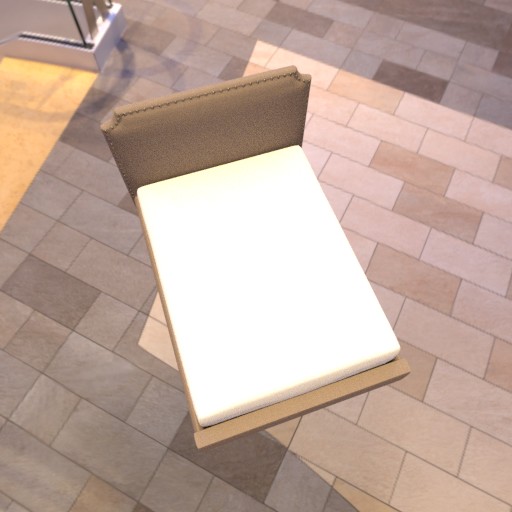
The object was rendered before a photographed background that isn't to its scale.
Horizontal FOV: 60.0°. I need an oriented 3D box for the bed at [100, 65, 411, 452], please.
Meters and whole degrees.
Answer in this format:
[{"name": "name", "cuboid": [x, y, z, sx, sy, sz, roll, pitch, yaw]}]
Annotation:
[{"name": "bed", "cuboid": [0.000, 0.000, 3.502, 1.713, 1.443, 2.372, -17, 64, -8]}]
